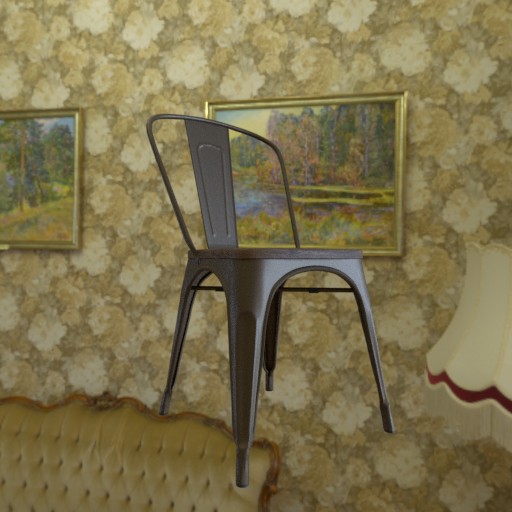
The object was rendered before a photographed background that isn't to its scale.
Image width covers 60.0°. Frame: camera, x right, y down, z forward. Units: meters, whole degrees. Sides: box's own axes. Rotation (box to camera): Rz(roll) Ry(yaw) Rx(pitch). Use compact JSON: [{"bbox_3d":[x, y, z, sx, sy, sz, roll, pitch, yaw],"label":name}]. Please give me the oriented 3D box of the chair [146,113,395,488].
[{"bbox_3d":[0.000,0.000,1.148,0.451,0.844,0.532,0,0,-36],"label":"chair"}]
